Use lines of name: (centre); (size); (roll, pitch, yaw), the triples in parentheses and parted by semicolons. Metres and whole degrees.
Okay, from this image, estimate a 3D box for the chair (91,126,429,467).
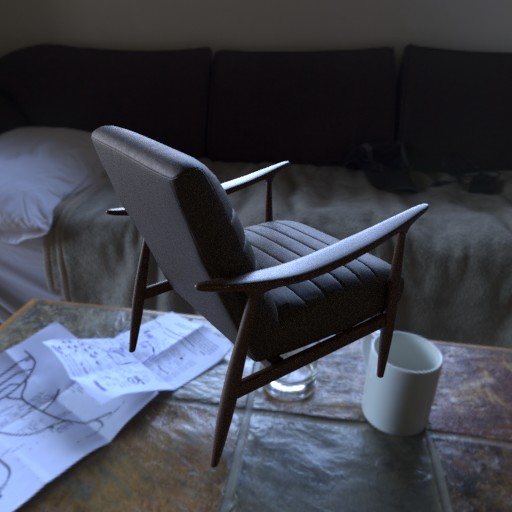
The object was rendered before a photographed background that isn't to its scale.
chair: (0.000, 0.000, 1.447); (0.798, 0.831, 0.741); (-17, 30, -31)
